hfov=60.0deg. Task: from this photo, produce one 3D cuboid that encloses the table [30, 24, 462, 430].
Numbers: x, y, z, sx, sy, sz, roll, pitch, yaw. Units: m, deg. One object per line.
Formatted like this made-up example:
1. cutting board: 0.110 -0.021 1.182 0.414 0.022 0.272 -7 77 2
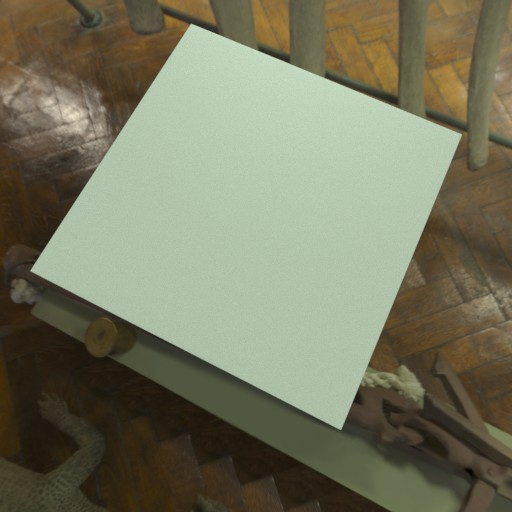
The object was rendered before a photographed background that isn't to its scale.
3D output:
1. table: 0.000 0.000 0.755 0.381 0.483 0.381 25 76 7
